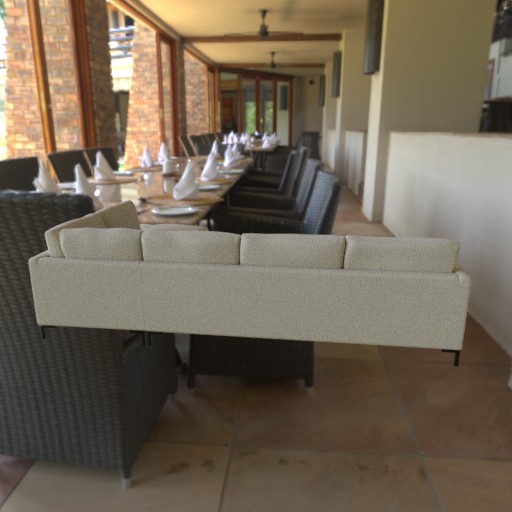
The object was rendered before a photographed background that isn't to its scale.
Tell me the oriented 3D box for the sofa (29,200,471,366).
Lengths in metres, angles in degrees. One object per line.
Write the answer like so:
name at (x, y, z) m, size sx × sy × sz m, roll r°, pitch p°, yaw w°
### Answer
sofa at (0.000, 0.000, 3.847) m, size 2.949 × 0.815 × 2.007 m, roll 2°, pitch 16°, yaw 7°
